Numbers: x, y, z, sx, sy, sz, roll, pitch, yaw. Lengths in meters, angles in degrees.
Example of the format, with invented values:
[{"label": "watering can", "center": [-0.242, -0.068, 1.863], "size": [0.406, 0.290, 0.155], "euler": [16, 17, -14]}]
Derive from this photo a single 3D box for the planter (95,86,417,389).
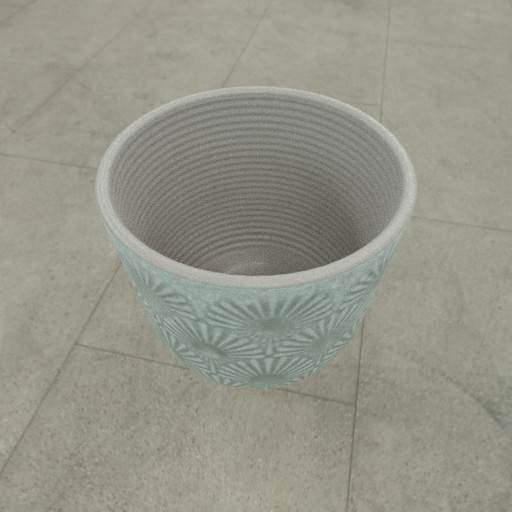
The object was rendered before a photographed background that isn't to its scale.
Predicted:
[{"label": "planter", "center": [0.000, 0.000, 0.295], "size": [0.170, 0.152, 0.170], "euler": [0, 48, 0]}]
